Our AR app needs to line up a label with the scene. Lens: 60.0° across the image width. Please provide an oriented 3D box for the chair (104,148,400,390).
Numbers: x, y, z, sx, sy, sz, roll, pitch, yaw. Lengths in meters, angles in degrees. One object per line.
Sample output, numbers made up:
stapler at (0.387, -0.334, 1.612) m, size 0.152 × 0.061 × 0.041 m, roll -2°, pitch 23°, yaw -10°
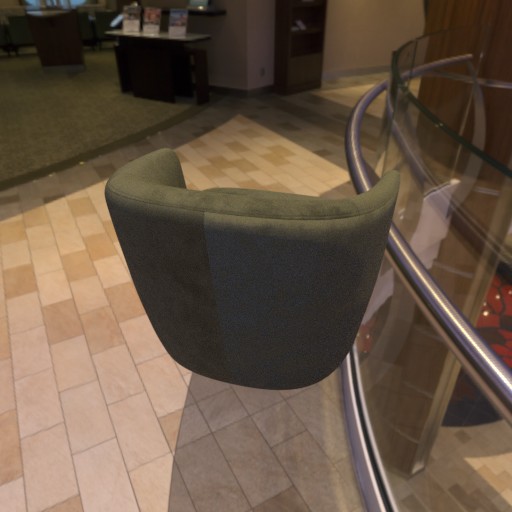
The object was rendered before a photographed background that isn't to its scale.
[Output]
chair at (0.000, 0.000, 1.348) m, size 0.773 × 0.698 × 0.767 m, roll 8°, pitch 33°, yaw 13°
